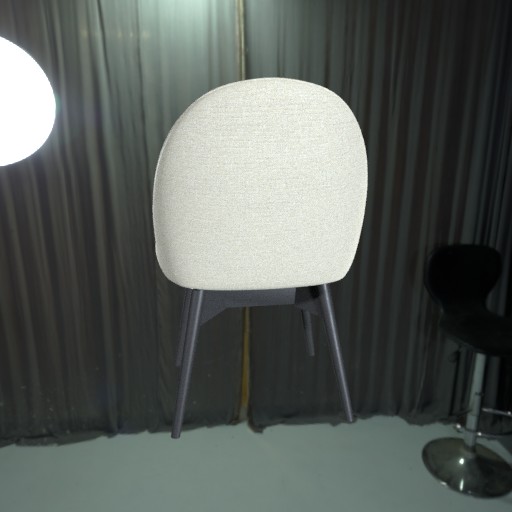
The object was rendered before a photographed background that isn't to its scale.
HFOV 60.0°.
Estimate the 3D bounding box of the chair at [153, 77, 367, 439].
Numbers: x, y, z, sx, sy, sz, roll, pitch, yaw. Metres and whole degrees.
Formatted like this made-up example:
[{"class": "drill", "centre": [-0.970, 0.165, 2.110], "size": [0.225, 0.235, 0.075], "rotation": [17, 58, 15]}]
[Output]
[{"class": "chair", "centre": [0.000, 0.000, 1.197], "size": [0.532, 0.838, 0.540], "rotation": [-2, 15, -9]}]
